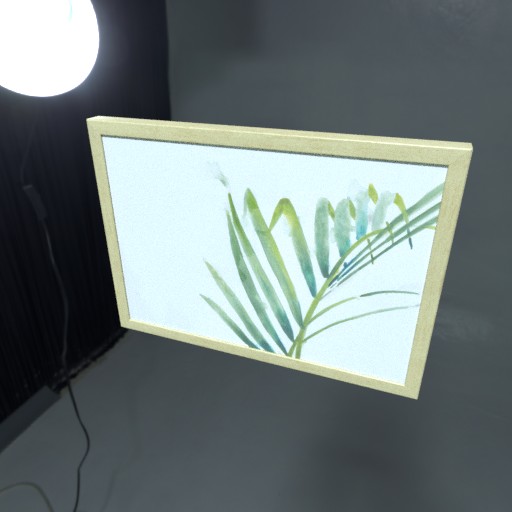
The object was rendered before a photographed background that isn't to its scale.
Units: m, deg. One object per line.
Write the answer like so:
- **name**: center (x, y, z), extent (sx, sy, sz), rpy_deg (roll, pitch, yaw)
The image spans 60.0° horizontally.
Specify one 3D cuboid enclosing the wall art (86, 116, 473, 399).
- **wall art**: center (0.000, 0.000, 0.682), extent (0.533, 0.381, 0.032), rpy_deg (10, 29, 18)
